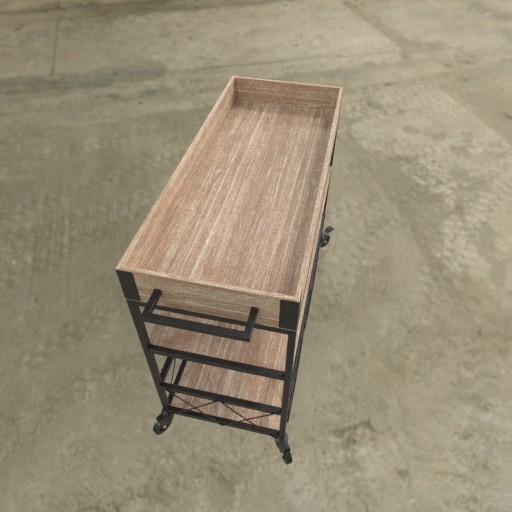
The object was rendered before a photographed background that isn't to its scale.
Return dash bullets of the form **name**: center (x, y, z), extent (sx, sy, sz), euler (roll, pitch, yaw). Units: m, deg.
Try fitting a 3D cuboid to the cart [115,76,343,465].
- **cart**: center (0.000, 0.000, 1.518), extent (0.500, 0.787, 1.101), euler (9, 47, 9)
